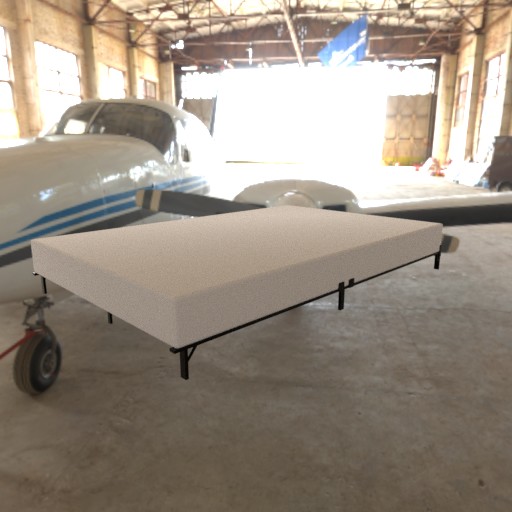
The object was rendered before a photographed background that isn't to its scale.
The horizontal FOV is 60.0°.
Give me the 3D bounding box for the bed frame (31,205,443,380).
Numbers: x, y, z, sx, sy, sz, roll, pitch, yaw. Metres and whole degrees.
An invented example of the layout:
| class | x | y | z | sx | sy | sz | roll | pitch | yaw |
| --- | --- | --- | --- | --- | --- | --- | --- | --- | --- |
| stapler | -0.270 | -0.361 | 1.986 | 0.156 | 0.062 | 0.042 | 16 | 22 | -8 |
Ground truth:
| class | x | y | z | sx | sy | sz | roll | pitch | yaw |
| --- | --- | --- | --- | --- | --- | --- | --- | --- | --- |
| bed frame | 0.000 | 0.000 | 3.788 | 2.987 | 0.440 | 1.930 | -13 | 19 | -43 |
